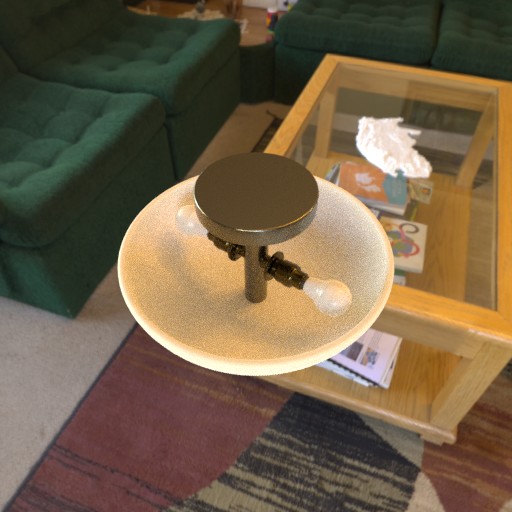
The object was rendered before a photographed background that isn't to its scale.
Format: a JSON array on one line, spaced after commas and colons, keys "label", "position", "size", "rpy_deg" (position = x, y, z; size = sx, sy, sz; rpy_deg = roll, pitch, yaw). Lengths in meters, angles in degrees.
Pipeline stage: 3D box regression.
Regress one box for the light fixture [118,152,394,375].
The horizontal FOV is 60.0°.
[{"label": "light fixture", "position": [0.000, 0.000, 0.552], "size": [0.330, 0.214, 0.330], "rpy_deg": [0, 47, 0]}]
